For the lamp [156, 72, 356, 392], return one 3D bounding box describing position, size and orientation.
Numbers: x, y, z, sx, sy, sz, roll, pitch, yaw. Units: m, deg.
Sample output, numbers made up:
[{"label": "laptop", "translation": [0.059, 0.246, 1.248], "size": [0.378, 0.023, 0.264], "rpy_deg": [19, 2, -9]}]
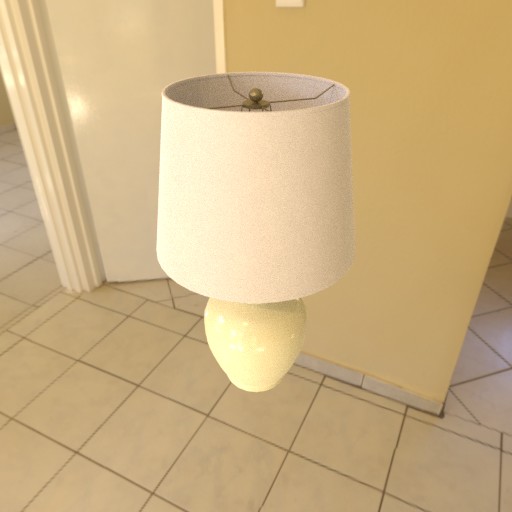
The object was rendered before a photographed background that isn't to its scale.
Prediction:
[{"label": "lamp", "translation": [0.000, 0.000, 0.554], "size": [0.239, 0.399, 0.239], "rpy_deg": [0, 32, 0]}]
